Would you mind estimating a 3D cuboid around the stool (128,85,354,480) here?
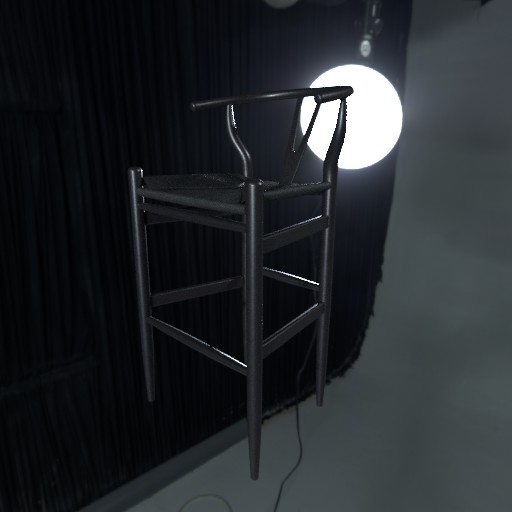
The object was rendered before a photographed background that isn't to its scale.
[{"bbox_3d":[0.000,0.000,1.452,0.569,1.072,0.579,15,22,43],"label":"stool"}]
